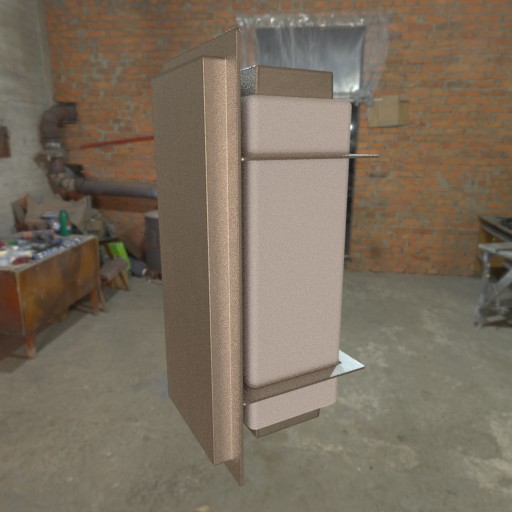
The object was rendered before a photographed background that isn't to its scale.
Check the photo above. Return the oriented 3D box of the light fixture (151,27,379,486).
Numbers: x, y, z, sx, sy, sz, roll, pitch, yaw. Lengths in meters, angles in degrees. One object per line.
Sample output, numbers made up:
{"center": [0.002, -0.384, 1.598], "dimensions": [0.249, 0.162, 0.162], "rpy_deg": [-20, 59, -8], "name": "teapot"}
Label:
{"center": [0.000, 0.000, 0.454], "dimensions": [0.160, 0.380, 0.168], "rpy_deg": [-8, 16, -28], "name": "light fixture"}
